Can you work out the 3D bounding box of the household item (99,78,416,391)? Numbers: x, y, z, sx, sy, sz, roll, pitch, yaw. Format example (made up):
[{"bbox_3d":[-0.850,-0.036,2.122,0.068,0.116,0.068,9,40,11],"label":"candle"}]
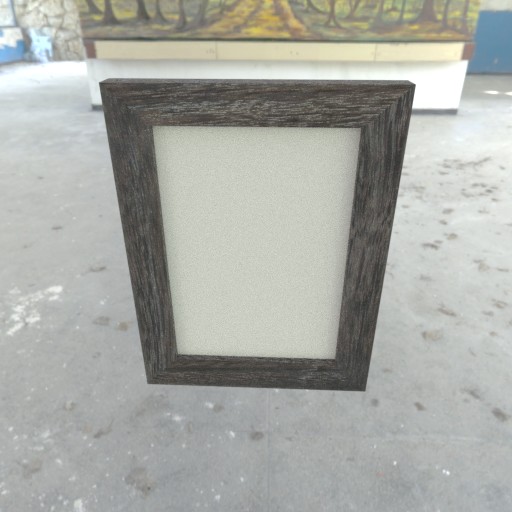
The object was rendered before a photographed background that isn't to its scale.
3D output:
[{"bbox_3d":[0.000,0.000,0.283,0.160,0.210,0.020,1,29,2],"label":"household item"}]
